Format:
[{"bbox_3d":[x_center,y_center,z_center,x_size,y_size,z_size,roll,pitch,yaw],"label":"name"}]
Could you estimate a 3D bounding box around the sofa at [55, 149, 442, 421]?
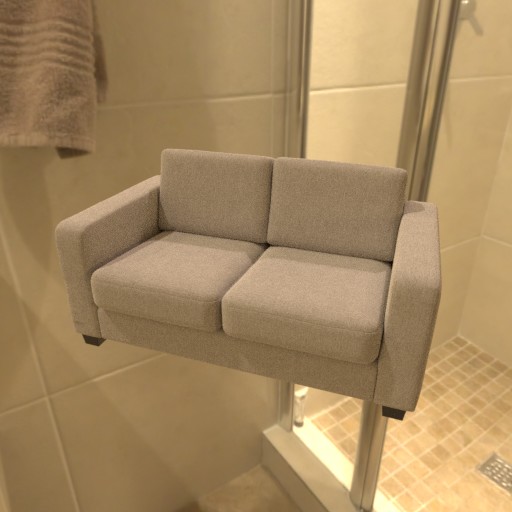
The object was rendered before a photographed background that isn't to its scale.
[{"bbox_3d":[0.000,0.000,2.039,1.540,0.800,0.900,9,27,17],"label":"sofa"}]
